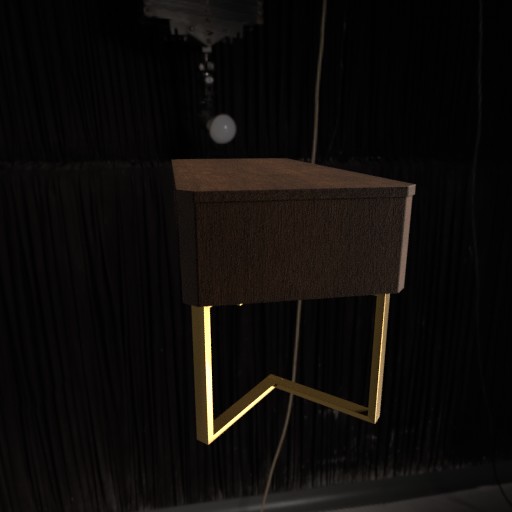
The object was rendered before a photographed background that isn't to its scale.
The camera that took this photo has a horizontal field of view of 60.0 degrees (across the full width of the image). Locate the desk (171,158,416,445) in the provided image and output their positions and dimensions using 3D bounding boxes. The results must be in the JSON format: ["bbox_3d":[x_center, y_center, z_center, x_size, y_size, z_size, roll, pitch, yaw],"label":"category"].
[{"bbox_3d":[0.000,0.000,1.951,0.684,0.762,1.479,-3,16,-11],"label":"desk"}]
